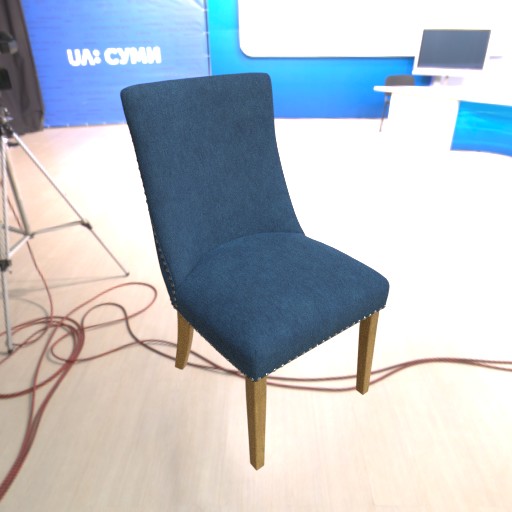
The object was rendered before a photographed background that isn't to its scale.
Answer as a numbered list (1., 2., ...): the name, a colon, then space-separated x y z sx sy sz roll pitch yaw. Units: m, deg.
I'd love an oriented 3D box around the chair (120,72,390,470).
1. chair: 0.000 0.000 1.268 0.495 0.902 0.610 -21 36 -32
